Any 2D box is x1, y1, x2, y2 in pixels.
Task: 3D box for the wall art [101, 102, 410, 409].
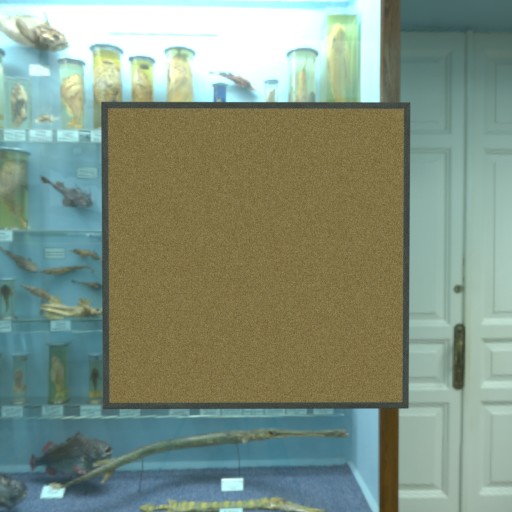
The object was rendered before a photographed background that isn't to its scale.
[{"bbox_3d":[0.000,0.000,0.455,0.303,0.302,0.038,0,1,0],"label":"wall art"}]
